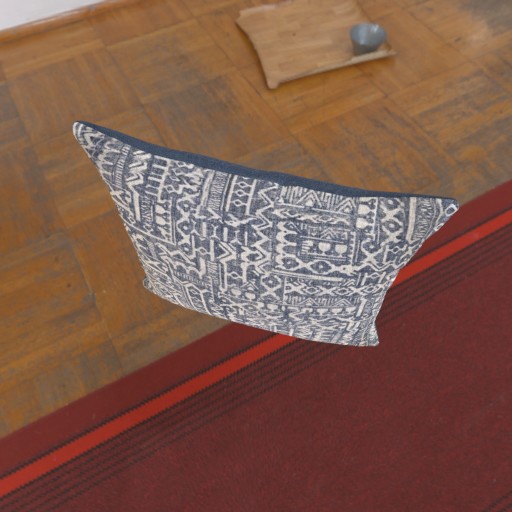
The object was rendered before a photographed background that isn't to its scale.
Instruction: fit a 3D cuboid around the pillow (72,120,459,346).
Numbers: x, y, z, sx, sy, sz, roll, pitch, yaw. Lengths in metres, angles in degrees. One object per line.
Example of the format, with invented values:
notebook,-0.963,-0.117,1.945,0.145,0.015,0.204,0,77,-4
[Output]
pillow,0.000,0.000,0.792,0.546,0.487,0.180,14,59,8
